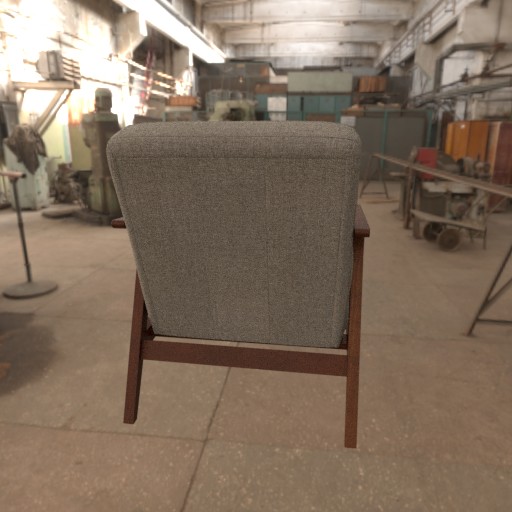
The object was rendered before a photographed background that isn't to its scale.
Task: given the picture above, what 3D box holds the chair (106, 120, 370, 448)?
[{"bbox_3d":[0.000,0.000,1.481,0.704,0.847,0.858,3,16,9],"label":"chair"}]
